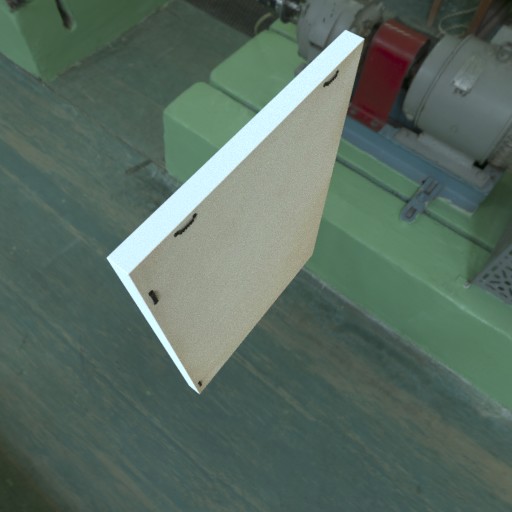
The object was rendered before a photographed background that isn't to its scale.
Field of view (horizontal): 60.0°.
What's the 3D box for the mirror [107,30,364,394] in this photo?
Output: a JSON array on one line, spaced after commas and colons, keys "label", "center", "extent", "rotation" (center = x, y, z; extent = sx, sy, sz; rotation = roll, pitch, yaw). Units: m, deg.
[{"label": "mirror", "center": [0.000, 0.000, 0.907], "extent": [0.040, 0.710, 0.507], "rotation": [34, 67, 17]}]
